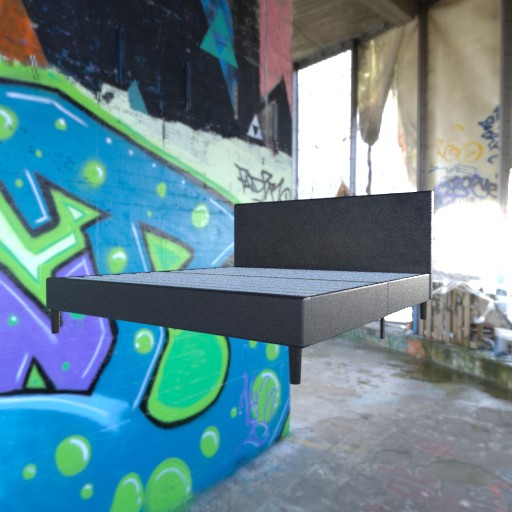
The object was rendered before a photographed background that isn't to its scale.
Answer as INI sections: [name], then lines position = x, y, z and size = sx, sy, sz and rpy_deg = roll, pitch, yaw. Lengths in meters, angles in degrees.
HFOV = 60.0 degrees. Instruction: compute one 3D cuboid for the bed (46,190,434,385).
[bed]
position = 0.000, 0.000, 3.326
size = 2.018, 1.046, 2.152
rpy_deg = 1, 2, 35
